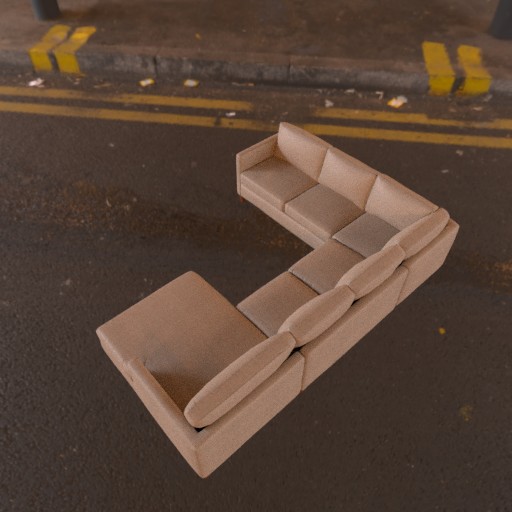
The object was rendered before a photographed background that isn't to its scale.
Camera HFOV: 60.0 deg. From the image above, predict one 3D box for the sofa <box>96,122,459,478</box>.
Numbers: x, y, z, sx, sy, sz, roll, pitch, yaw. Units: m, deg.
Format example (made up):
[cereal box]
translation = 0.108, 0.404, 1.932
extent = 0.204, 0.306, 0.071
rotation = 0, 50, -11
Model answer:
[sofa]
translation = 0.000, 0.000, 4.654
extent = 3.460, 0.961, 2.594
rotation = -33, 55, -27
